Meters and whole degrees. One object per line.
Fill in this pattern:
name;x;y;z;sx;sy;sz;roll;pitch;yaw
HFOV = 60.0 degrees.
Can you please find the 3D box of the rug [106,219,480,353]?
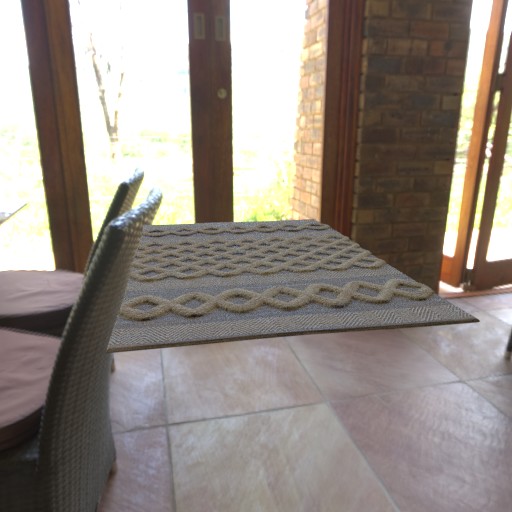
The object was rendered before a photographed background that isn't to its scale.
rug;0.000;0.000;2.253;1.222;0.030;1.823;-3;16;-10
